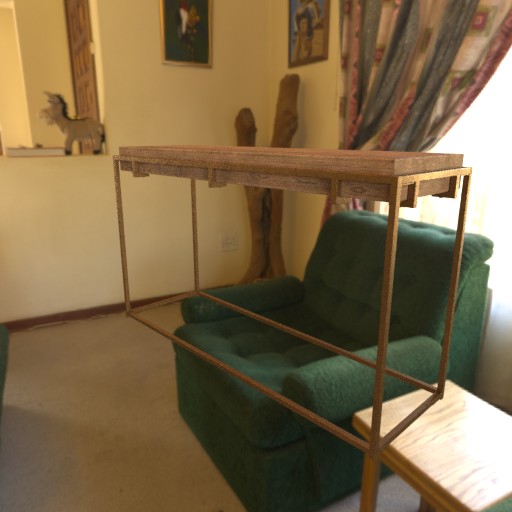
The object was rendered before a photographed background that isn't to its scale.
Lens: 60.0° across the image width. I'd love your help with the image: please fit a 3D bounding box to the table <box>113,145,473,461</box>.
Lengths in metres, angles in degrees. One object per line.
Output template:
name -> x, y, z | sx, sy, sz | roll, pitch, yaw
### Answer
table -> 0.000, 0.000, 1.753 | 0.440, 0.820, 1.400 | -14, 21, -42
